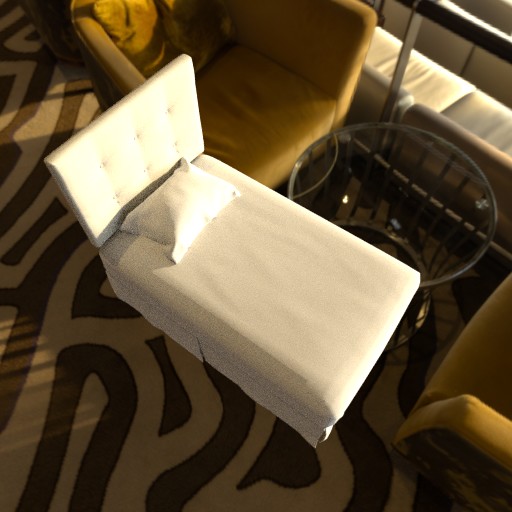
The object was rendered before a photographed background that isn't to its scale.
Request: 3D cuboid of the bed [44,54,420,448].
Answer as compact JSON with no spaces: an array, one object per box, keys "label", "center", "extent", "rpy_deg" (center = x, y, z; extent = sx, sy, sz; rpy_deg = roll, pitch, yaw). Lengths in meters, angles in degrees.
[{"label":"bed","center":[0.000,0.000,2.934],"extent":[1.997,1.571,1.261],"rpy_deg":[32,64,18]}]
